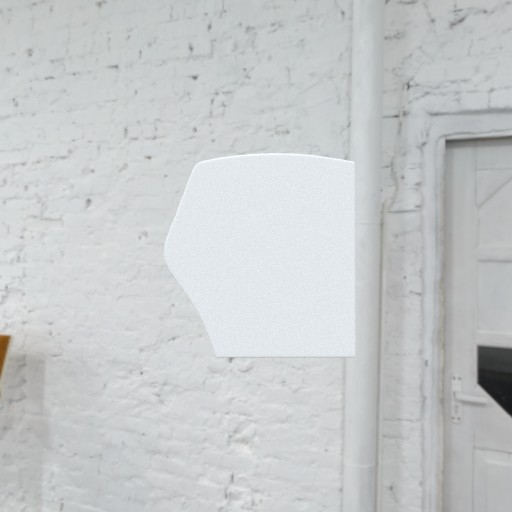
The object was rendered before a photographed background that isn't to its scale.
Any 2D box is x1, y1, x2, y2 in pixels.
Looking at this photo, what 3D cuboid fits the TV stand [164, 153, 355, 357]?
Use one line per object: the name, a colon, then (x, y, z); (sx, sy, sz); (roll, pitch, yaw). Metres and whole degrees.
TV stand: (0.000, 0.000, 1.654); (0.397, 0.424, 1.473); (0, 0, -1)
